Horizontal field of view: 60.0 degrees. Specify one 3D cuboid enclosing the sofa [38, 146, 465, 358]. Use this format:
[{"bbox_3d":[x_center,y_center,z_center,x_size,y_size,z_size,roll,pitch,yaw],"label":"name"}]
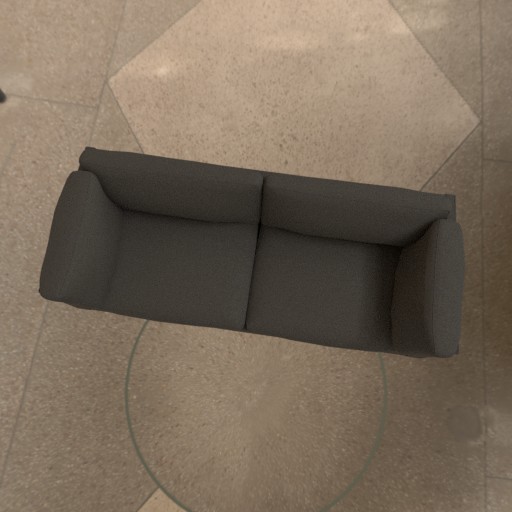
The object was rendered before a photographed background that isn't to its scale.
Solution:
[{"bbox_3d":[0.000,0.000,2.708,2.312,0.792,0.969,8,74,2],"label":"sofa"}]
